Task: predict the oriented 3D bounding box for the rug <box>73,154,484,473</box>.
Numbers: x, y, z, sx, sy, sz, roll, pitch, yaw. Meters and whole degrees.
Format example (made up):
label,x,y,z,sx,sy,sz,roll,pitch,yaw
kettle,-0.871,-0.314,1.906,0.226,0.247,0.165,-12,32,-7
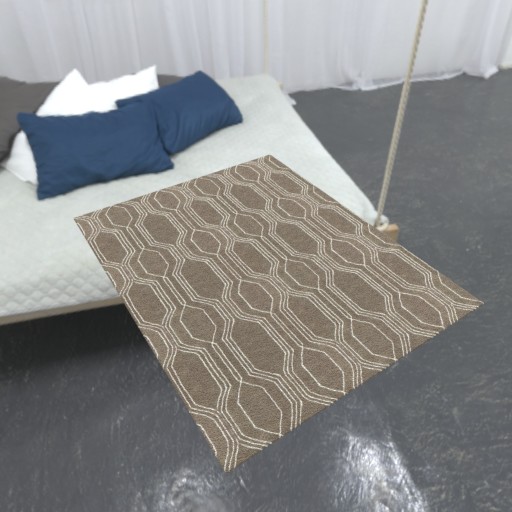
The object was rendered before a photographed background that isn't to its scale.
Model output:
label,x,y,z,sx,sy,sz,roll,pitch,yaw
rug,0.000,0.000,4.083,2.457,0.012,3.062,-23,46,-25
